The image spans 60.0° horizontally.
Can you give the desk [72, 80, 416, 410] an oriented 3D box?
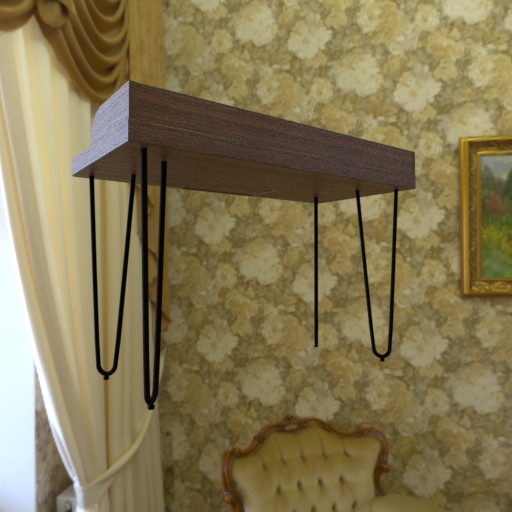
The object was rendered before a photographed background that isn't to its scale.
[{"bbox_3d":[0.000,0.000,1.672,1.200,0.854,0.565,1,-1,-36],"label":"desk"}]
